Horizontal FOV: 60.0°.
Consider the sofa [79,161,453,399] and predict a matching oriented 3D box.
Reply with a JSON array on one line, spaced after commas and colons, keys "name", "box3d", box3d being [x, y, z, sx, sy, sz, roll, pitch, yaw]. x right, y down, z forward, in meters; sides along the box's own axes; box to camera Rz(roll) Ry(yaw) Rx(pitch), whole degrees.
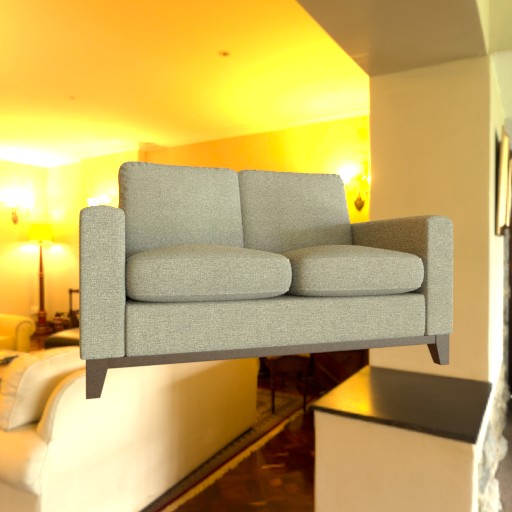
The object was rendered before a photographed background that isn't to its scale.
[{"name": "sofa", "box3d": [0.000, 0.000, 1.978, 1.420, 0.873, 0.917, 0, 1, -18]}]
